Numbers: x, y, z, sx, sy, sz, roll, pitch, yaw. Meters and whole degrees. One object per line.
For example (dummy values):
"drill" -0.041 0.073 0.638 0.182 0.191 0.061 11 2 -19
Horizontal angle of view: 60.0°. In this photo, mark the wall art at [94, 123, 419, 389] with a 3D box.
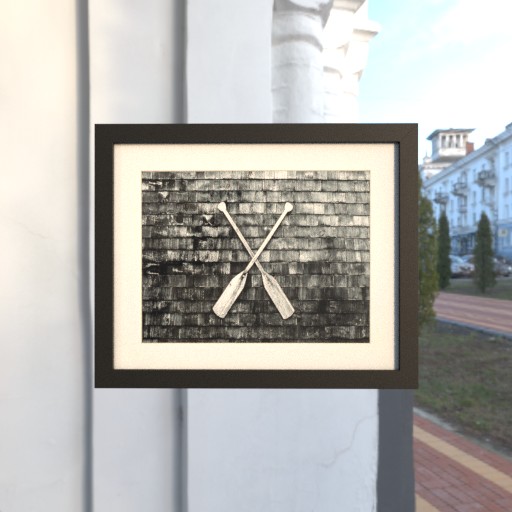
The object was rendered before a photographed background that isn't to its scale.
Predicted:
"wall art" 0.000 0.000 0.777 0.558 0.457 0.029 0 0 1
